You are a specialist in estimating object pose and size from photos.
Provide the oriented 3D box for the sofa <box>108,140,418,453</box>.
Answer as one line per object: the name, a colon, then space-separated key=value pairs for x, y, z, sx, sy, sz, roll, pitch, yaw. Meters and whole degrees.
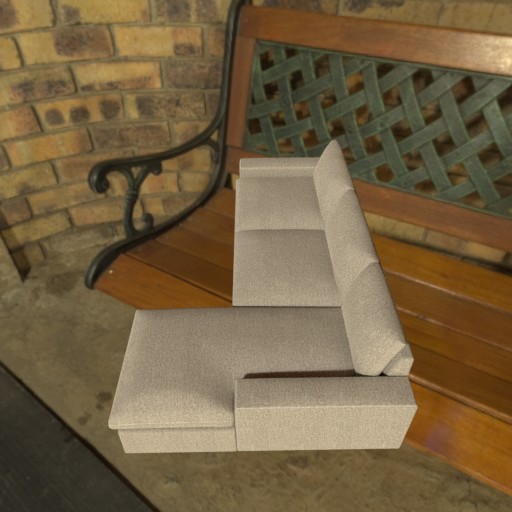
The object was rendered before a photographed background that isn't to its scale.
sofa: x=0.000 y=0.000 z=3.438 sx=1.689 sy=0.813 sz=2.718 roll=-1 pitch=41 yaw=-1
